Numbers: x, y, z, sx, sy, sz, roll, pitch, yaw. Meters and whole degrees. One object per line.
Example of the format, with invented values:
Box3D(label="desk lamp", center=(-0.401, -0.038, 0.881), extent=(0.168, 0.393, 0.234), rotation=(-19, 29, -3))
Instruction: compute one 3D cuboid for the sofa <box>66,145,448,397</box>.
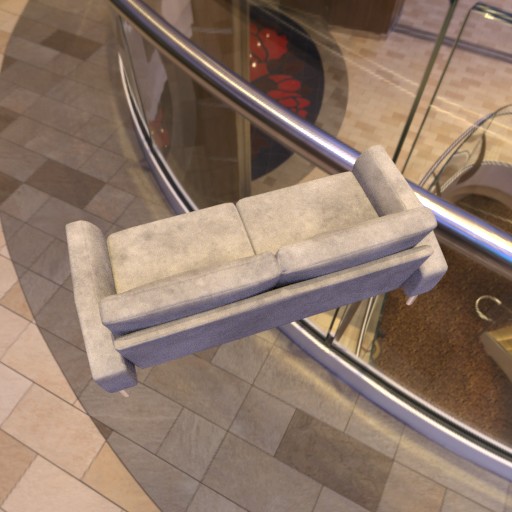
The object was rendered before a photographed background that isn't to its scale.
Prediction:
Box3D(label="sofa", center=(0.000, 0.000, 2.395), extent=(1.837, 0.859, 0.849), rotation=(-16, 59, -10))
